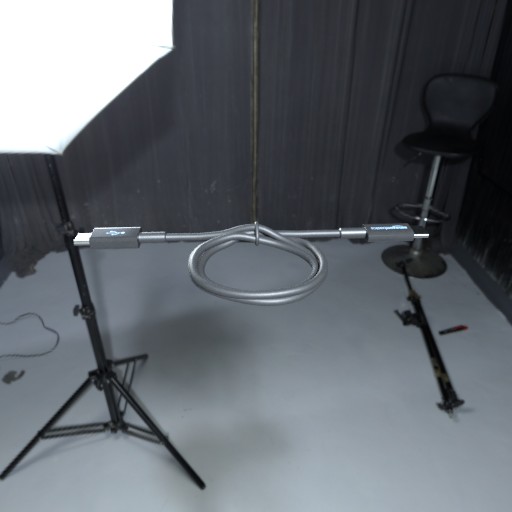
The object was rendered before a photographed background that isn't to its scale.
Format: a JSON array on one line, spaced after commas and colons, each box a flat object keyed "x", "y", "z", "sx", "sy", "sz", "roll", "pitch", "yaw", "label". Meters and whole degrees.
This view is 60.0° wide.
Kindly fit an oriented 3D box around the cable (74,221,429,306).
[{"x": 0.000, "y": 0.000, "z": 0.219, "sx": 0.192, "sy": 0.014, "sz": 0.070, "roll": -1, "pitch": 31, "yaw": -2, "label": "cable"}]
